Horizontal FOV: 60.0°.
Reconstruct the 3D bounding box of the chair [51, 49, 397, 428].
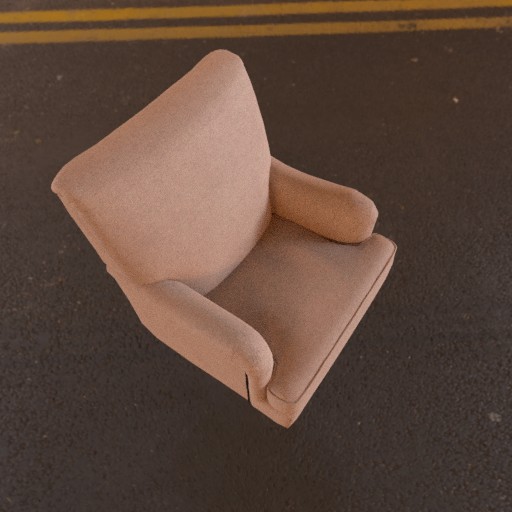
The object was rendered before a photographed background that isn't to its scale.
[{"bbox_3d":[0.000,0.000,1.812,0.953,1.119,0.879,31,62,18],"label":"chair"}]
